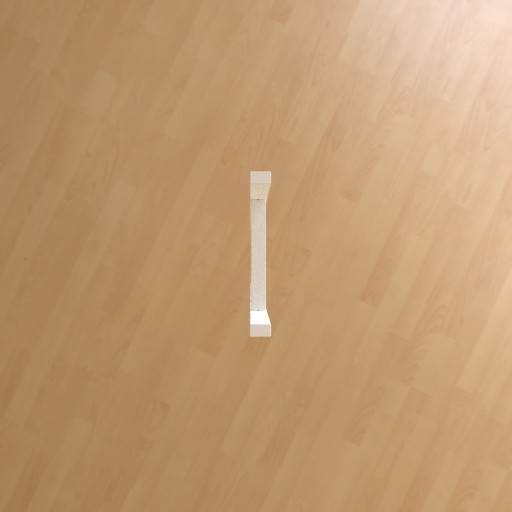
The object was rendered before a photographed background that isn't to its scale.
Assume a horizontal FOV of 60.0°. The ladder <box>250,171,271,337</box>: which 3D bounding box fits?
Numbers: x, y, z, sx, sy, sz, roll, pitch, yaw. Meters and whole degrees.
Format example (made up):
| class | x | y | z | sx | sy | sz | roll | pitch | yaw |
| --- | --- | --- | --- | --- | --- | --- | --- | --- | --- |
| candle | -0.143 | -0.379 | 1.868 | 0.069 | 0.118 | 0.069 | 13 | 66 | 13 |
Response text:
| class | x | y | z | sx | sy | sz | roll | pitch | yaw |
| --- | --- | --- | --- | --- | --- | --- | --- | --- | --- |
| ladder | 0.000 | 0.000 | 1.976 | 0.051 | 1.797 | 0.452 | 0 | 90 | -1 |
